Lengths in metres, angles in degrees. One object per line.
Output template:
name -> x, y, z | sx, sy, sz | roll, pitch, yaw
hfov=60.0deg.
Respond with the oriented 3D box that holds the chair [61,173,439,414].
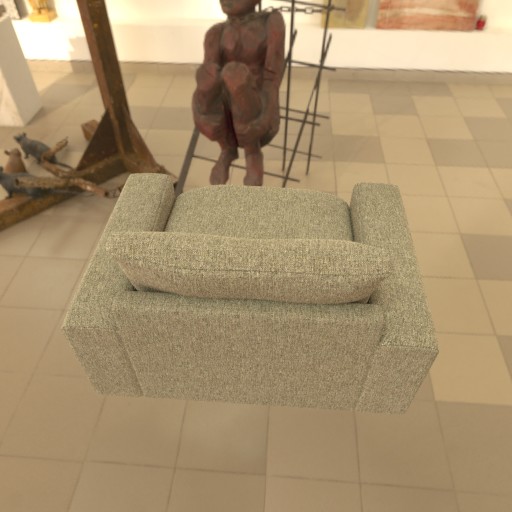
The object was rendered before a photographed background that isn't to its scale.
chair -> 0.000, 0.000, 2.044 | 1.398, 0.915, 1.039 | 3, 46, 3
